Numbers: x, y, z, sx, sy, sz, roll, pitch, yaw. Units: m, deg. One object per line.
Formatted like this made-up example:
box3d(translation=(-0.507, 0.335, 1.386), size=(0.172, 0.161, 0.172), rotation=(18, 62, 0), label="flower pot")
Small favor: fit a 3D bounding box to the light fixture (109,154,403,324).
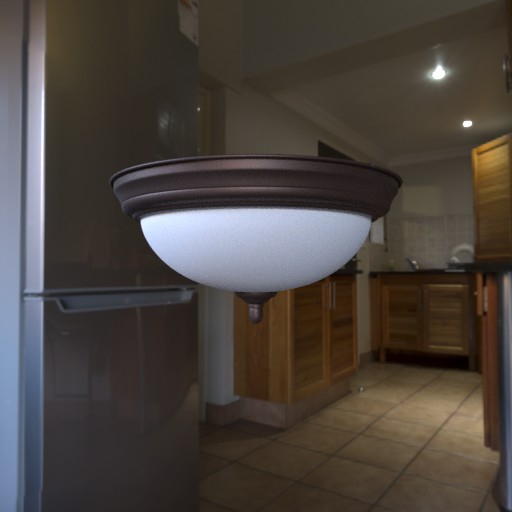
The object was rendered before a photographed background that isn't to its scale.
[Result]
box3d(translation=(0.000, 0.000, 0.443), size=(0.280, 0.135, 0.280), rotation=(0, -1, 0), label="light fixture")
